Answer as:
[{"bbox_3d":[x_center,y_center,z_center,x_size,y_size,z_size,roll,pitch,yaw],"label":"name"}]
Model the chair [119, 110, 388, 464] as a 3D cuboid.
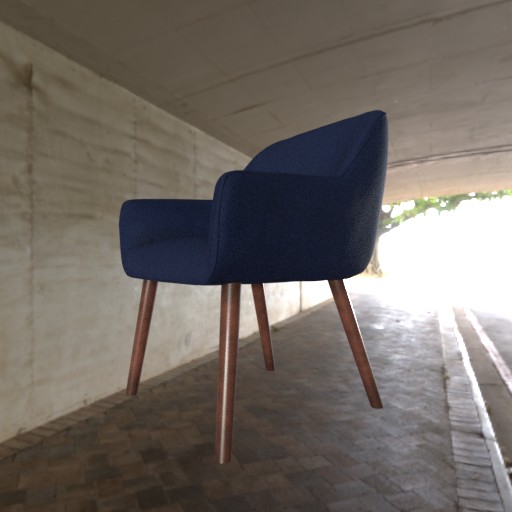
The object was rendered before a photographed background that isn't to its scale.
[{"bbox_3d":[0.000,0.000,1.258,0.600,0.820,0.600,0,0,-36],"label":"chair"}]
